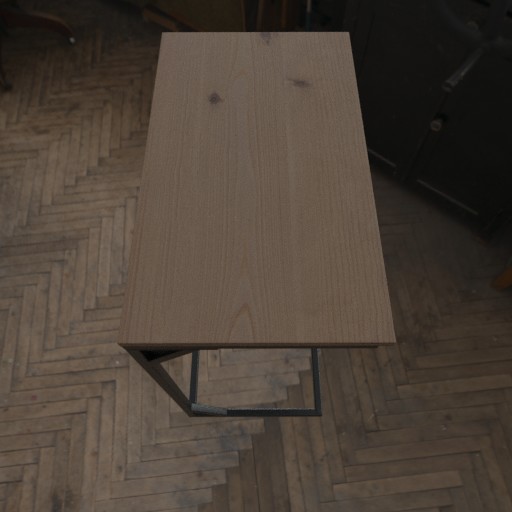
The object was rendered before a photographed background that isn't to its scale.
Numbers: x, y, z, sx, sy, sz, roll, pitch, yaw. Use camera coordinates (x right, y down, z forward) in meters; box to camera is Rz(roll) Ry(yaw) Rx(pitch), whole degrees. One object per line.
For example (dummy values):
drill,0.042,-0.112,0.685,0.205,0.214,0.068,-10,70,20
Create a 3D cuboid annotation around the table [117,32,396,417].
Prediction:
table,0.000,0.000,0.993,0.351,0.673,0.597,0,63,0
